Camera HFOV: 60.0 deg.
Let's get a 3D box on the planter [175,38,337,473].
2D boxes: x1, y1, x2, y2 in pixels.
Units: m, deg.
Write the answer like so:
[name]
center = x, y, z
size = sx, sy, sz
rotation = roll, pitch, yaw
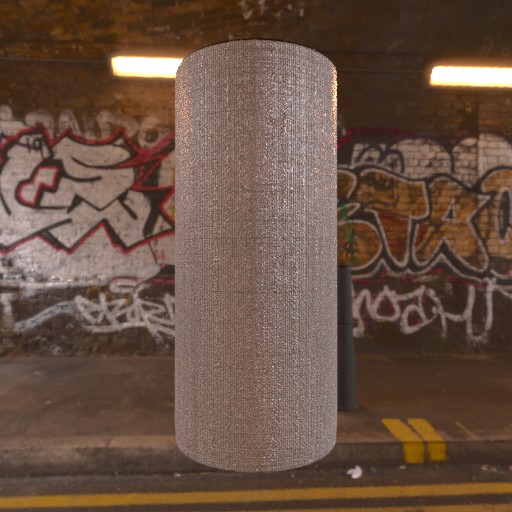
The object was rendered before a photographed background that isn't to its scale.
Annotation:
[planter]
center = 0.000, 0.000, 0.126
size = 0.045, 0.103, 0.045
rotation = 0, 0, 36
